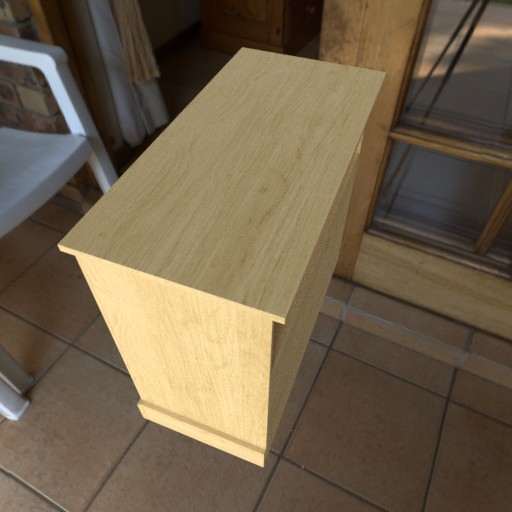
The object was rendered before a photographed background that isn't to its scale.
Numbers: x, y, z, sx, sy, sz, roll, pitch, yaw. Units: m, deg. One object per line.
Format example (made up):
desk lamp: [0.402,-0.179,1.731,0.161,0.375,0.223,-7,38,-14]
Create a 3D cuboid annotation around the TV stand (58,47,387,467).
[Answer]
TV stand: [0.000,0.000,1.289,0.430,0.787,0.851,16,51,14]
